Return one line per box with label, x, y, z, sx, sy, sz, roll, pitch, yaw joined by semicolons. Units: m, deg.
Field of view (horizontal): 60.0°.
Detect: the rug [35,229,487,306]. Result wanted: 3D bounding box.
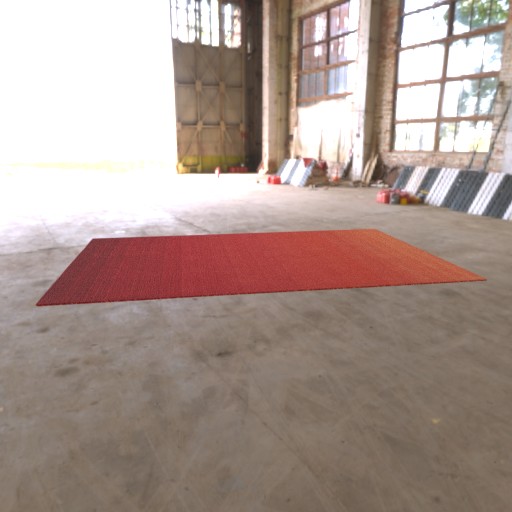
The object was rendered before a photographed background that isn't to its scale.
rug;0.000;0.000;3.077;2.442;0.010;1.531;-2;15;-9
